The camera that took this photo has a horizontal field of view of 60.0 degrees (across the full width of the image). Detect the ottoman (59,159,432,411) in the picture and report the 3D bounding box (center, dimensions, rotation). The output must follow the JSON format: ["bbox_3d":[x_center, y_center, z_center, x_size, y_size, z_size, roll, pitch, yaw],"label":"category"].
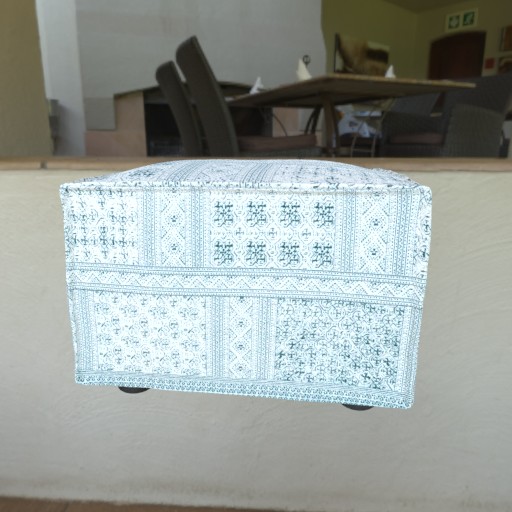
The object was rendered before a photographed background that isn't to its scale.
[{"bbox_3d":[0.000,0.000,1.035,0.626,0.439,0.617,2,14,7],"label":"ottoman"}]
